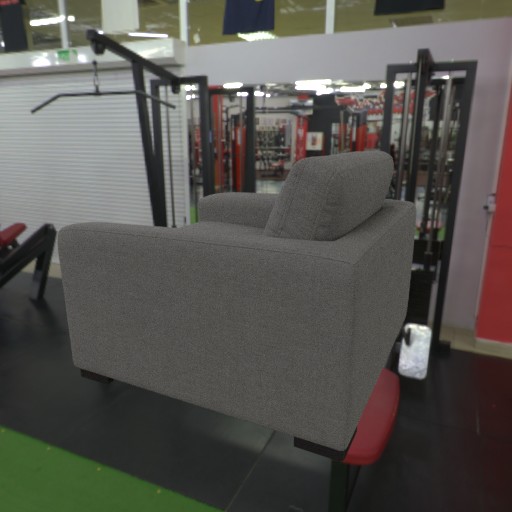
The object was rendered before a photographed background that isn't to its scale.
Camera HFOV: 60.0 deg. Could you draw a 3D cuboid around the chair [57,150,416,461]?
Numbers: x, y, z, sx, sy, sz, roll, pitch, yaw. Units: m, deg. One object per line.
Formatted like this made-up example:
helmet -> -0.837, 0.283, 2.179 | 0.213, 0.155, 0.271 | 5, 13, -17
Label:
chair -> 0.000, 0.000, 1.824 | 1.100, 0.847, 1.070 | 8, 17, 26
